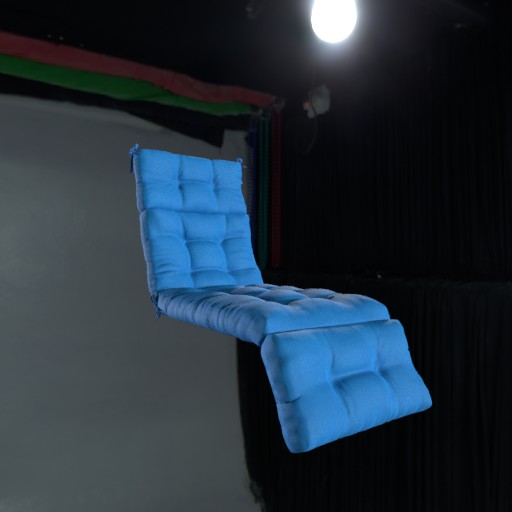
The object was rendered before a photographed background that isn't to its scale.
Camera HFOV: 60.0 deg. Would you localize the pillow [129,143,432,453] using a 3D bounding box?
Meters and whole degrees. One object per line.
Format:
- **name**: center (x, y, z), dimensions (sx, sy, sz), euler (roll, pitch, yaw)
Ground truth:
- **pillow**: center (0.000, 0.000, 1.473), dimensions (0.526, 0.863, 1.016), euler (0, 0, -36)
